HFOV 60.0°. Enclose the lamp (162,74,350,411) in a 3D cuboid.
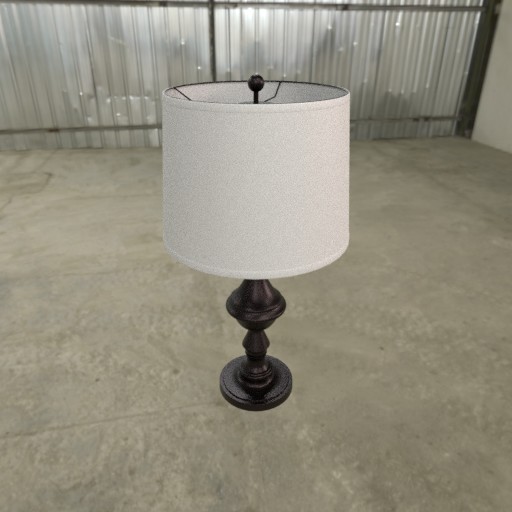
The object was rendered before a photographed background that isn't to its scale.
[{"bbox_3d":[0.000,0.000,0.953,0.383,0.726,0.383,0,27,0],"label":"lamp"}]
